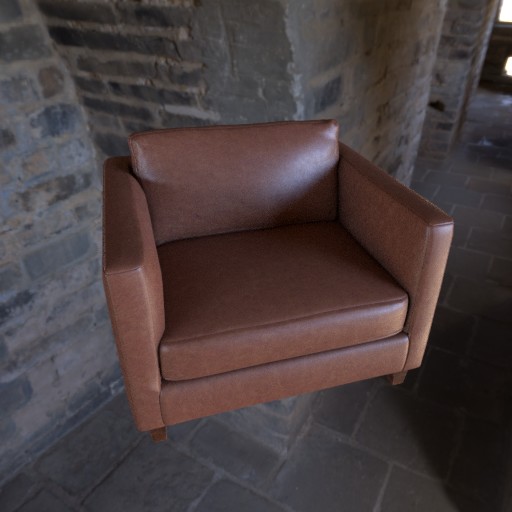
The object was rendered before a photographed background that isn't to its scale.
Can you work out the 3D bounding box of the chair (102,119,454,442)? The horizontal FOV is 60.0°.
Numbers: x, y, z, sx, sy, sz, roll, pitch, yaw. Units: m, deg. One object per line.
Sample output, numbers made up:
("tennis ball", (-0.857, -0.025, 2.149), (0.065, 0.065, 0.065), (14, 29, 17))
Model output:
("chair", (0.000, 0.000, 1.782), (1.107, 0.917, 0.959), (-9, 33, -14))
